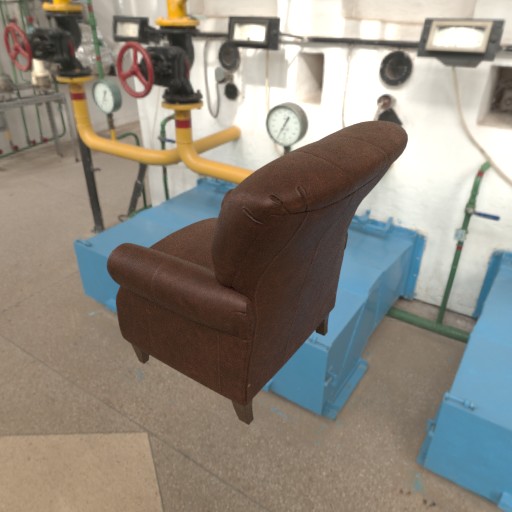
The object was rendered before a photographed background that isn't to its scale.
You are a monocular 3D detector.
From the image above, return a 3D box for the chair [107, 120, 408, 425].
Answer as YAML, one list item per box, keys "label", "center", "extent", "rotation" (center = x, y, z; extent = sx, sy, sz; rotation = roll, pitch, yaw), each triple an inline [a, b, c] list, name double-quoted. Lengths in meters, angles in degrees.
- label: "chair"
  center: [0.000, 0.000, 1.941]
  extent: [1.031, 1.162, 0.979]
  rotation: [19, 35, 29]
